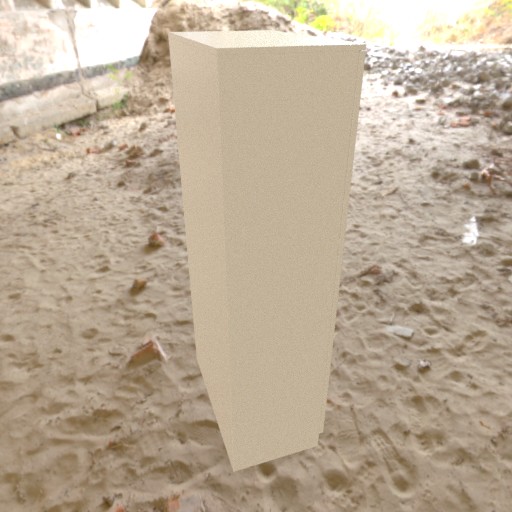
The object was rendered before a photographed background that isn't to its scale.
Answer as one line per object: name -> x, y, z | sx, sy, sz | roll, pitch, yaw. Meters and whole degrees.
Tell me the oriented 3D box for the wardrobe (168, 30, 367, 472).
wardrobe -> 0.000, 0.000, 1.915 | 0.470, 1.700, 0.760 | -10, 31, -16
